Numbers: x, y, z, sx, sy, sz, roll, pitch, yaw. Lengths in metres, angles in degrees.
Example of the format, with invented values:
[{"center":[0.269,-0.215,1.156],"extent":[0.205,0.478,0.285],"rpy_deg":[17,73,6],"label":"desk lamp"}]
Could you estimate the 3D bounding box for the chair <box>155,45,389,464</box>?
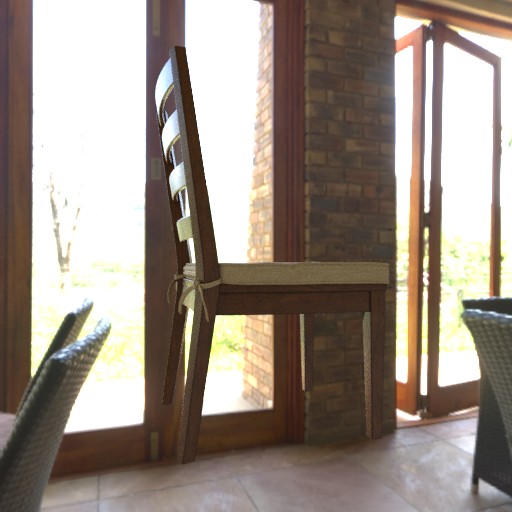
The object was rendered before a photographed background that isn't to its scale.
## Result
[{"center":[0.000,0.000,1.341],"extent":[0.595,0.979,0.593],"rpy_deg":[0,-1,-17],"label":"chair"}]
